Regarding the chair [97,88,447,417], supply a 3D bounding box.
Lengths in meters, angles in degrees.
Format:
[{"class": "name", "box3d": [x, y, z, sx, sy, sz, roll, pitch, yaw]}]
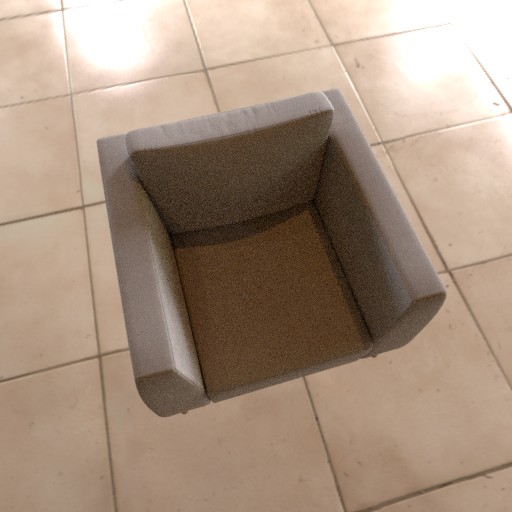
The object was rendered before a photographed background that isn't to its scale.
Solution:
[{"class": "chair", "box3d": [0.000, 0.000, 1.711, 1.000, 0.860, 0.930, -14, 63, -7]}]
